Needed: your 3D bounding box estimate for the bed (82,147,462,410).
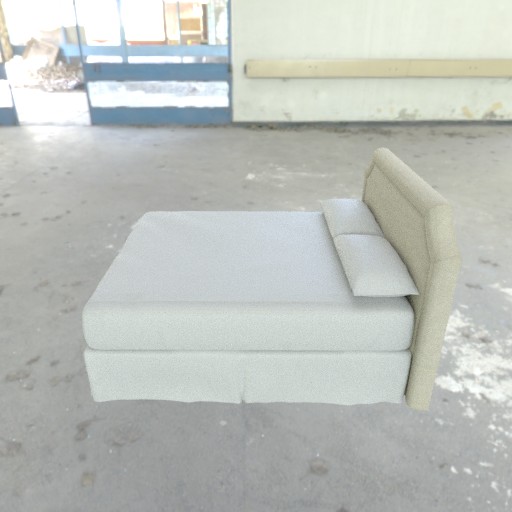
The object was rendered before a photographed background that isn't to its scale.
[{"bbox_3d":[0.000,0.000,3.278,2.164,1.297,1.828,0,26,0],"label":"bed"}]
